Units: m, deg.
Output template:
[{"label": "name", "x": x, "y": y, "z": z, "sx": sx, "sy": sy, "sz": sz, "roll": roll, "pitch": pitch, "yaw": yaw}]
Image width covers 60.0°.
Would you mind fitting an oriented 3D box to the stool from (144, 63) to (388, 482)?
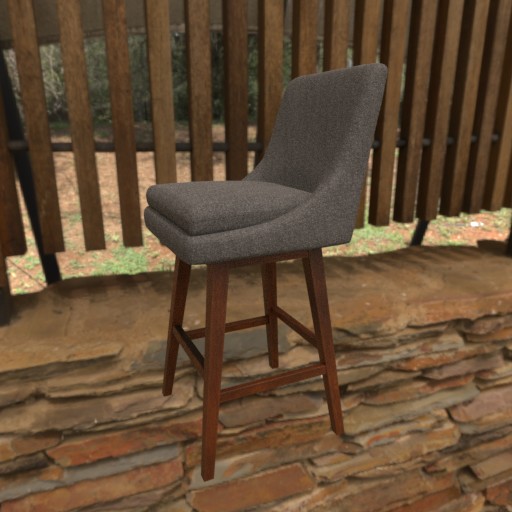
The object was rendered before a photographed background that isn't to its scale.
[{"label": "stool", "x": 0.000, "y": 0.000, "z": 1.342, "sx": 0.572, "sy": 1.068, "sz": 0.489, "roll": -8, "pitch": 18, "yaw": -24}]
